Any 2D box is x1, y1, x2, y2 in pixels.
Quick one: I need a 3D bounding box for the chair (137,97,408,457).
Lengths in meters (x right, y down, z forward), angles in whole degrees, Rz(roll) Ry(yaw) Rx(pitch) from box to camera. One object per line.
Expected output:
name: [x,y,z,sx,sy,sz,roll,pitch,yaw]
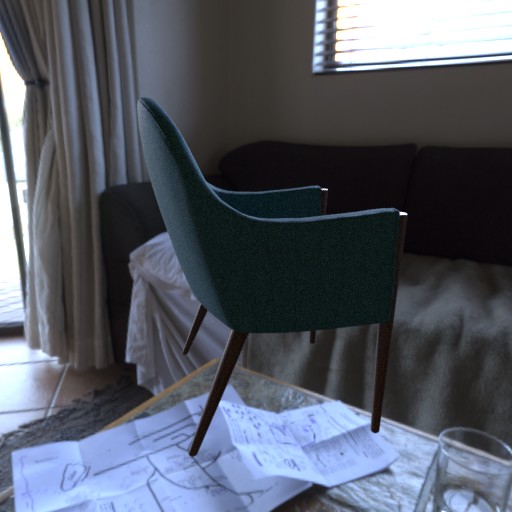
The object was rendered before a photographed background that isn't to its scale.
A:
chair: [0.000,0.000,1.362,0.652,0.907,0.656,-3,15,-10]
